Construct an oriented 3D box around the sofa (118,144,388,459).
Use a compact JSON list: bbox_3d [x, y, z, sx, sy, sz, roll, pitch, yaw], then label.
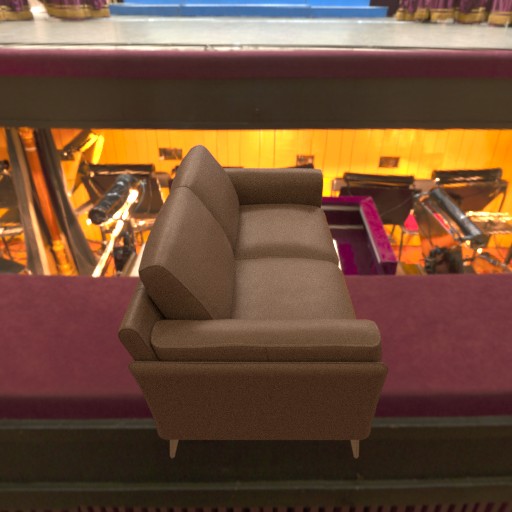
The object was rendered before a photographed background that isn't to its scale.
[{"bbox_3d":[0.000,0.000,2.655,1.049,0.930,2.101,0,31,0],"label":"sofa"}]
